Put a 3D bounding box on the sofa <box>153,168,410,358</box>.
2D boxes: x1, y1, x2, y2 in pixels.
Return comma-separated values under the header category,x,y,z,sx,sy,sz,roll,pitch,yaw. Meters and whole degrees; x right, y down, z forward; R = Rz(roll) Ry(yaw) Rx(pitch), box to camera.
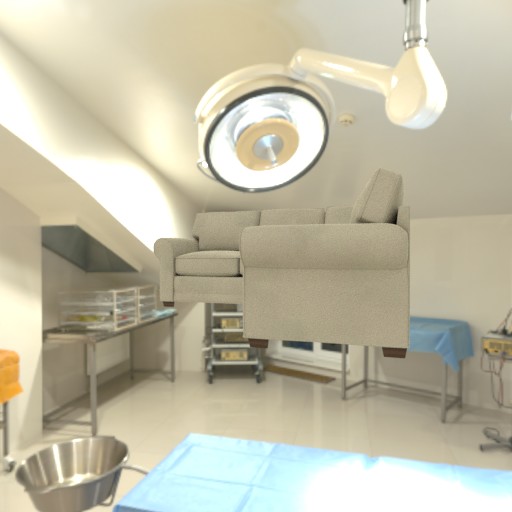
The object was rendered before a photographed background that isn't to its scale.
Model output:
category,x,y,z,sx,sy,sz,roll,pitch,yaw
sofa,0.000,0.000,3.825,2.487,1.053,2.562,0,1,18
